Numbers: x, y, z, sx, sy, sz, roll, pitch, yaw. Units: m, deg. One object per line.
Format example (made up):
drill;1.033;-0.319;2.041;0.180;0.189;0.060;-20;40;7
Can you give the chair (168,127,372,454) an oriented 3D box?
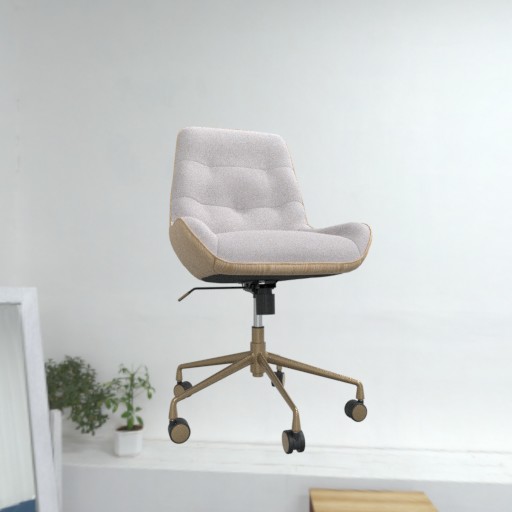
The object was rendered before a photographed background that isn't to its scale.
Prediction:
chair;0.000;0.000;1.365;0.564;0.952;0.668;0;0;-17
